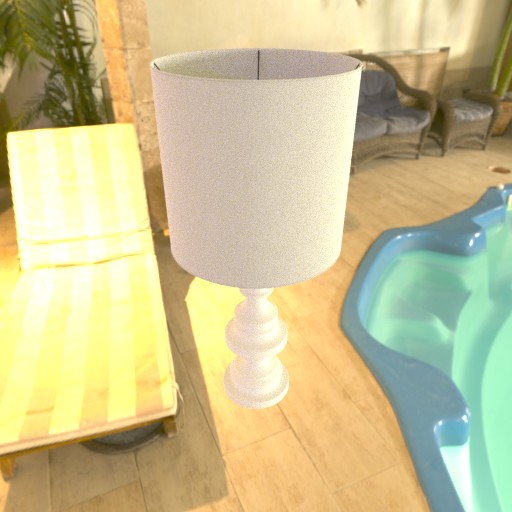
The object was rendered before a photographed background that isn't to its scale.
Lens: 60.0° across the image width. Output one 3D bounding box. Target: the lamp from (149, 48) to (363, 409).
[{"bbox_3d":[0.000,0.000,0.560,0.208,0.455,0.208,-10,33,-15],"label":"lamp"}]
